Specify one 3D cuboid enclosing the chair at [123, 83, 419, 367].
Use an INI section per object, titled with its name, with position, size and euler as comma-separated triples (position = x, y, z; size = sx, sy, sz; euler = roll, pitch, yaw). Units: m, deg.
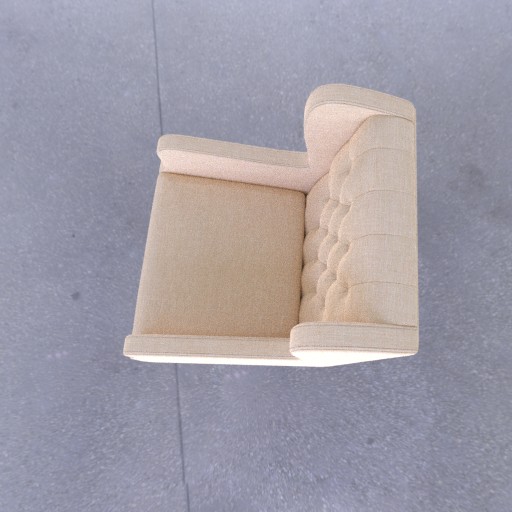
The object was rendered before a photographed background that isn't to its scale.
[chair]
position = 0.000, 0.000, 1.442
size = 0.760, 0.930, 0.710
euler = 5, 74, 1
